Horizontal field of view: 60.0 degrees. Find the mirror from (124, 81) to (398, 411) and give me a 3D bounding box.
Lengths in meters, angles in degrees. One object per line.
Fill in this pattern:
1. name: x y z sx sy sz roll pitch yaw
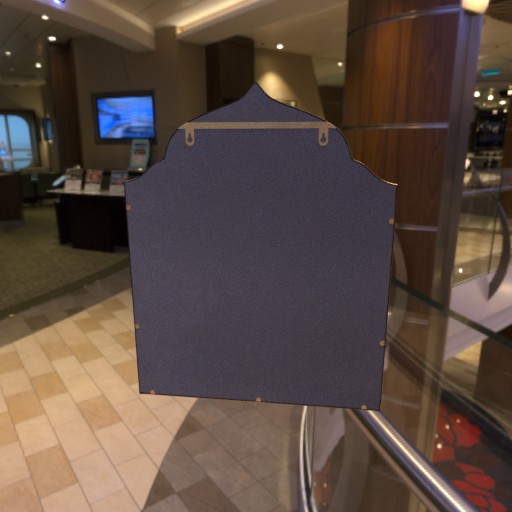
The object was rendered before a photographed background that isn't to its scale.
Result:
1. mirror: 0.000 0.000 0.861 0.513 0.635 0.018 2 15 7
